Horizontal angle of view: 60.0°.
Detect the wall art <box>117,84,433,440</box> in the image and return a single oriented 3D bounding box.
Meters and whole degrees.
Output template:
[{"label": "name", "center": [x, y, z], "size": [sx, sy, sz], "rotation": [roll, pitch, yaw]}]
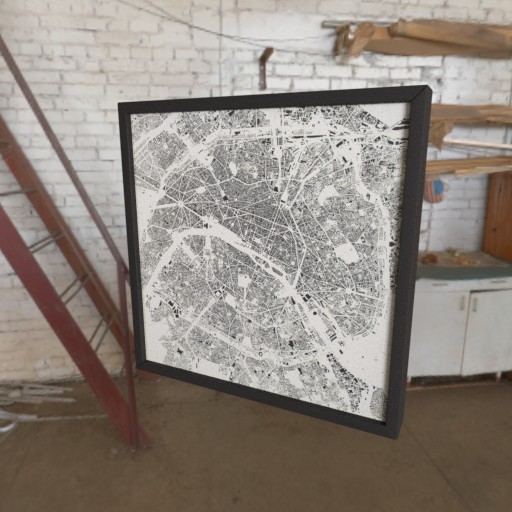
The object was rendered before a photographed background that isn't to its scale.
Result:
[{"label": "wall art", "center": [0.000, 0.000, 0.448], "size": [0.305, 0.305, 0.037], "rotation": [7, 15, 26]}]
